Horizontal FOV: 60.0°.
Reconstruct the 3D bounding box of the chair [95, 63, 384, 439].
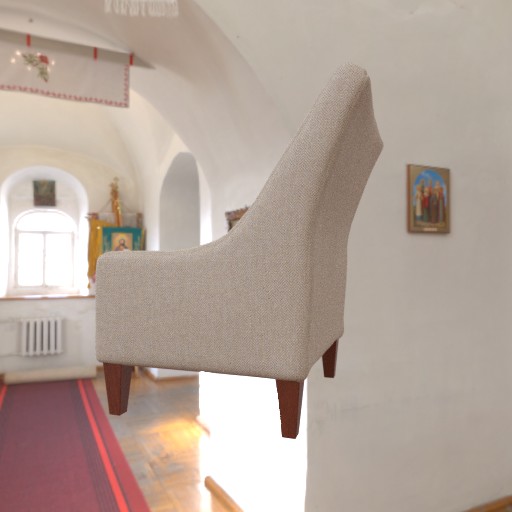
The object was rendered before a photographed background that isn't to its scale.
[{"bbox_3d":[0.000,0.000,1.628,0.870,1.014,0.774,0,0,19],"label":"chair"}]
